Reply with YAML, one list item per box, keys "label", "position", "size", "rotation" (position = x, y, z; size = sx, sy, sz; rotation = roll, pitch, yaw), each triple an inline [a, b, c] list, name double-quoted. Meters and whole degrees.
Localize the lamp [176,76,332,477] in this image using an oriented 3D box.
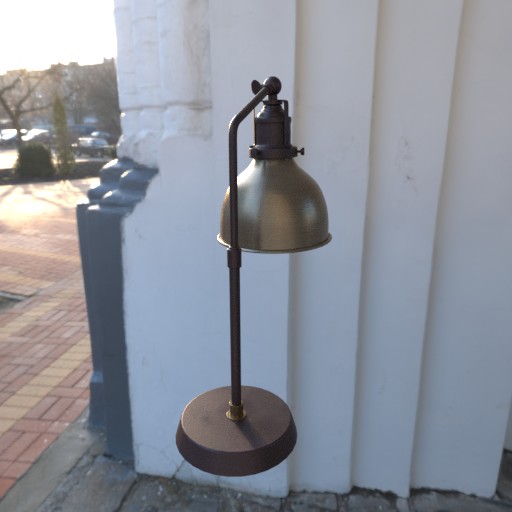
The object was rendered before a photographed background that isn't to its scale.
- label: "lamp"
  position: [0.000, 0.000, 0.605]
  size: [0.175, 0.469, 0.298]
  rotation: [8, 17, 26]
